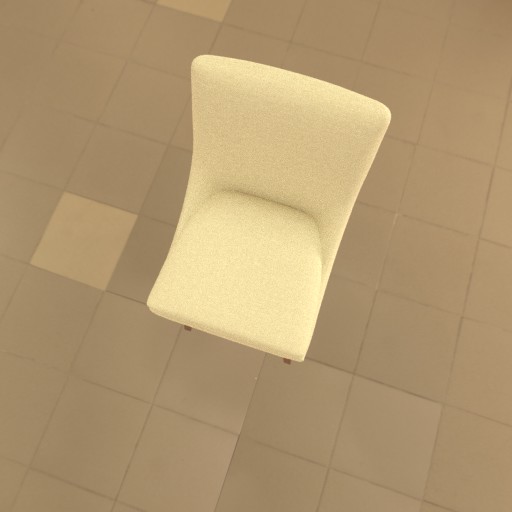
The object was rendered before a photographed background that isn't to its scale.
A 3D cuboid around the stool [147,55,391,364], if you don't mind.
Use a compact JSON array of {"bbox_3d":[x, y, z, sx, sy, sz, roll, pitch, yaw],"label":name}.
[{"bbox_3d":[0.000,0.000,1.403,0.470,1.097,0.559,17,75,5],"label":"stool"}]
